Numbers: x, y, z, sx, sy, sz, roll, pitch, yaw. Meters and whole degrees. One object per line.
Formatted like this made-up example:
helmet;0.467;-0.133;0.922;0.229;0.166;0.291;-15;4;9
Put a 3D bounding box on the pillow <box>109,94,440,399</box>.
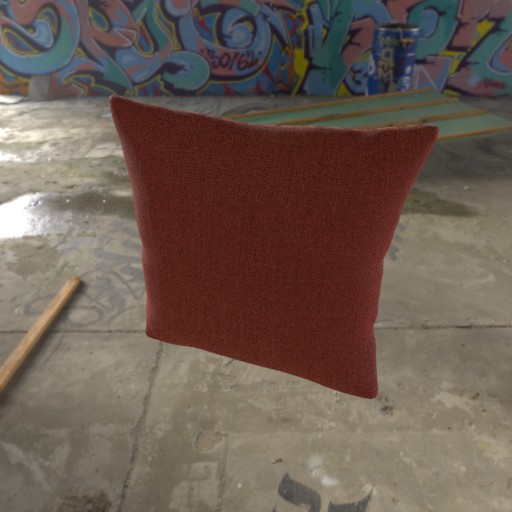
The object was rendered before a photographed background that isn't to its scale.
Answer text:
pillow;0.000;0.000;0.658;0.429;0.434;0.159;10;33;17
